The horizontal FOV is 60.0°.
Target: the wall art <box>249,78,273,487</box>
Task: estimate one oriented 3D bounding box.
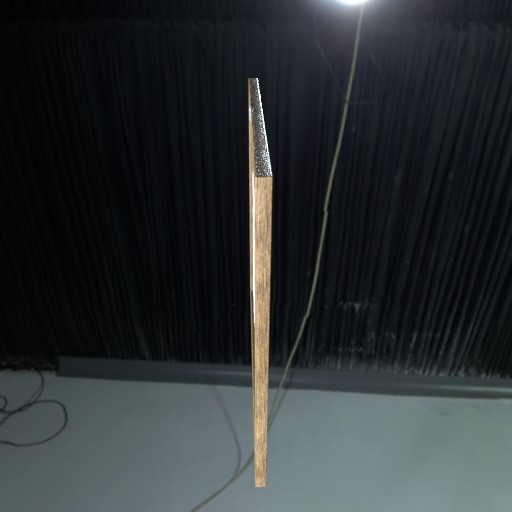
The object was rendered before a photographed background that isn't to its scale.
[{"bbox_3d":[0.000,0.000,0.843,0.021,0.582,0.561,-1,32,-1],"label":"wall art"}]
